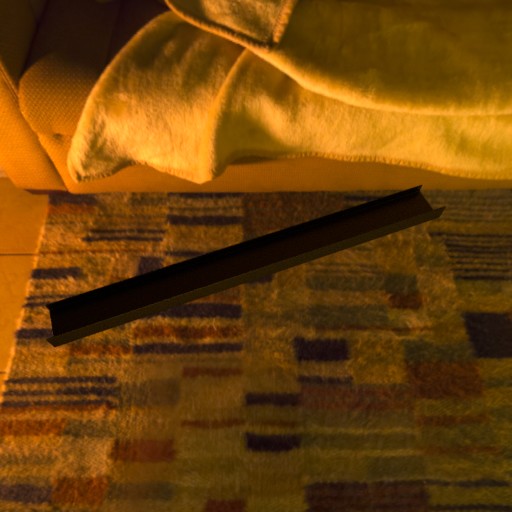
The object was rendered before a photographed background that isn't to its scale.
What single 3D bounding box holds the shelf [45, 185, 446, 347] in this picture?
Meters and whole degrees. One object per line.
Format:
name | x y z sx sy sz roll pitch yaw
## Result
shelf | 0.000 0.000 1.002 0.924 0.049 0.092 -18 61 -10
